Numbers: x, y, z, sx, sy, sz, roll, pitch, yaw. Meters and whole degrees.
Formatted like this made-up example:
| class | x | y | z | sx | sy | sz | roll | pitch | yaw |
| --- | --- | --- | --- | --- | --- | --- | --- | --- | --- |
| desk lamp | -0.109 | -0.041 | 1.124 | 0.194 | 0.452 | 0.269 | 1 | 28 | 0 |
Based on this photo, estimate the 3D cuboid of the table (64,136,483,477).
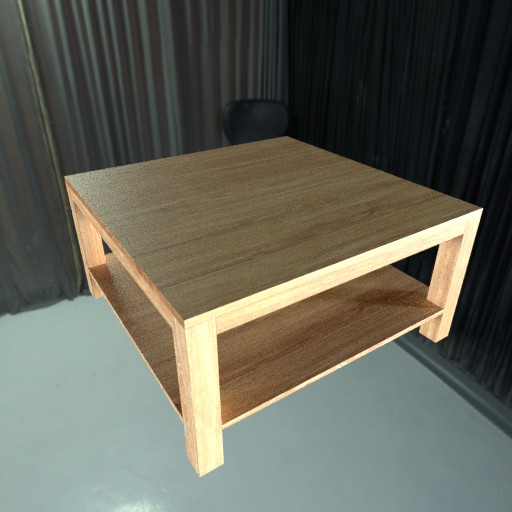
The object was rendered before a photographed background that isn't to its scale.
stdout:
| class | x | y | z | sx | sy | sz | roll | pitch | yaw |
| --- | --- | --- | --- | --- | --- | --- | --- | --- | --- |
| table | 0.000 | 0.000 | 1.440 | 0.900 | 0.450 | 0.900 | -18 | 35 | -28 |
